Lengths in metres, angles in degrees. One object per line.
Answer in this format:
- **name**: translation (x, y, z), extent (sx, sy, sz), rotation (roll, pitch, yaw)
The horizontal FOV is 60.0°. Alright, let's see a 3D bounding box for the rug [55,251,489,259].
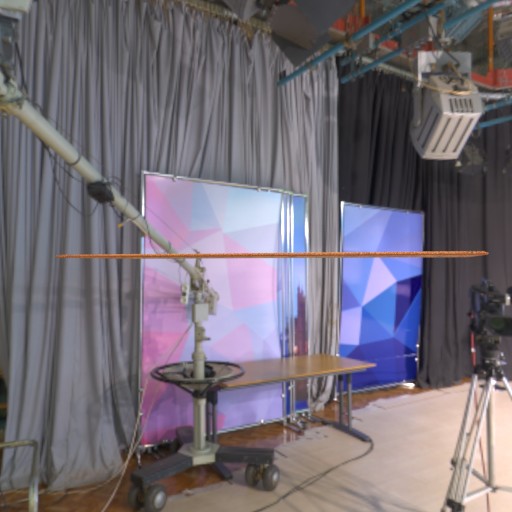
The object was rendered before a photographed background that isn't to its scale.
- **rug**: translation (0.000, 0.000, 2.518), extent (2.274, 0.016, 0.651), rotation (0, -1, 20)
